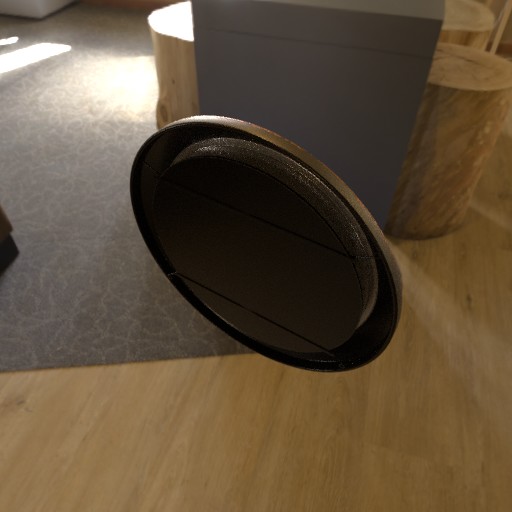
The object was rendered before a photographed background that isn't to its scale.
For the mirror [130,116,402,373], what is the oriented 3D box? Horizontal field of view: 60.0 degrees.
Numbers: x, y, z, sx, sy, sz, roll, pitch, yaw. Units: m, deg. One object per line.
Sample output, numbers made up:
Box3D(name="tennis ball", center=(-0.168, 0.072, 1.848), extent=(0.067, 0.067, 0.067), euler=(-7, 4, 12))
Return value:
Box3D(name="mirror", center=(0.000, 0.000, 1.348), extent=(0.907, 0.907, 0.111), euler=(25, 51, 22))
